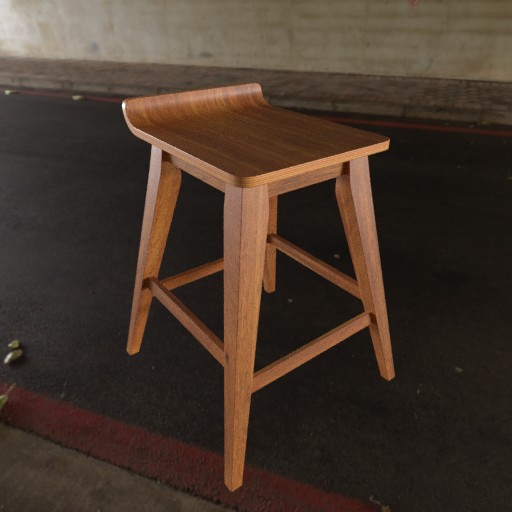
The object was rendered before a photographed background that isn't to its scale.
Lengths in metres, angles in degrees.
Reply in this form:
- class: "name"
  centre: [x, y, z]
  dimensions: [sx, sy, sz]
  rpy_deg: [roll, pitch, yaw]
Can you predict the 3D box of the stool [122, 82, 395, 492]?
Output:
- class: "stool"
  centre: [0.000, 0.000, 0.995]
  dimensions: [0.500, 0.650, 0.500]
  rpy_deg: [-21, 36, -32]
